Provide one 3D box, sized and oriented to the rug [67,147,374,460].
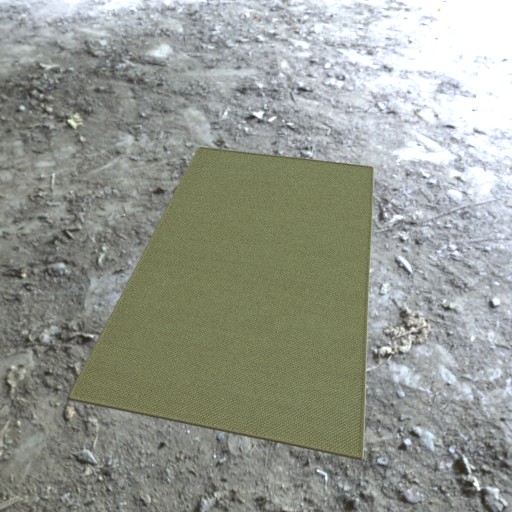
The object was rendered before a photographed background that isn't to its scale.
[{"bbox_3d":[0.000,0.000,2.096,1.067,0.013,1.676,8,47,8],"label":"rug"}]
